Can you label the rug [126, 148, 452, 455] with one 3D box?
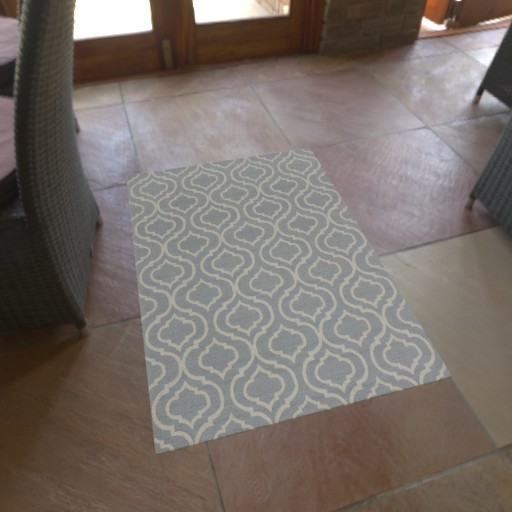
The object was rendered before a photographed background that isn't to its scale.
[{"bbox_3d":[0.000,0.000,2.743,1.451,0.010,2.080,-11,48,-10],"label":"rug"}]
